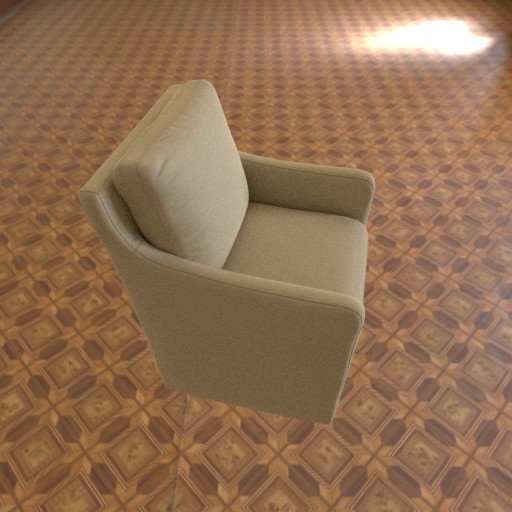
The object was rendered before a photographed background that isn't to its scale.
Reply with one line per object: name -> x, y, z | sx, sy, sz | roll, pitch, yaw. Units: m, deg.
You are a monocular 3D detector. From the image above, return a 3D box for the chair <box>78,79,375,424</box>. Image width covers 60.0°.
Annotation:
chair -> 0.000, 0.000, 1.410 | 0.694, 0.914, 0.626 | 10, 46, 9
